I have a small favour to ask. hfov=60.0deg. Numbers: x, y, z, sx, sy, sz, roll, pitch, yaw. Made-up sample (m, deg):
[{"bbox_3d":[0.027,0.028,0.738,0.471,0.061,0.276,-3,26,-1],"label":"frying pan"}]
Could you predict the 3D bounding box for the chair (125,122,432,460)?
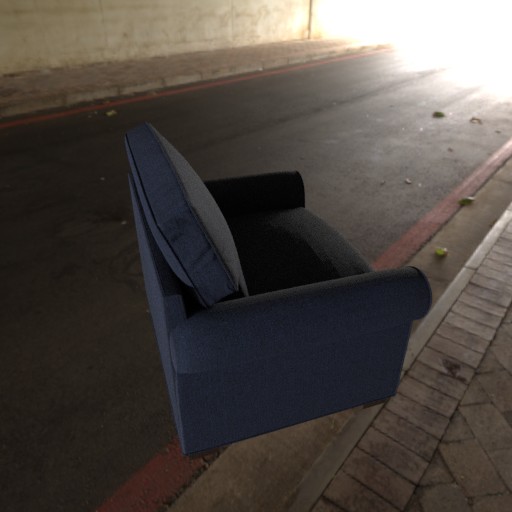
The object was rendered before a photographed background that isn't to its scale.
[{"bbox_3d":[0.000,0.000,1.997,0.963,1.044,1.285,-10,32,-16],"label":"chair"}]
